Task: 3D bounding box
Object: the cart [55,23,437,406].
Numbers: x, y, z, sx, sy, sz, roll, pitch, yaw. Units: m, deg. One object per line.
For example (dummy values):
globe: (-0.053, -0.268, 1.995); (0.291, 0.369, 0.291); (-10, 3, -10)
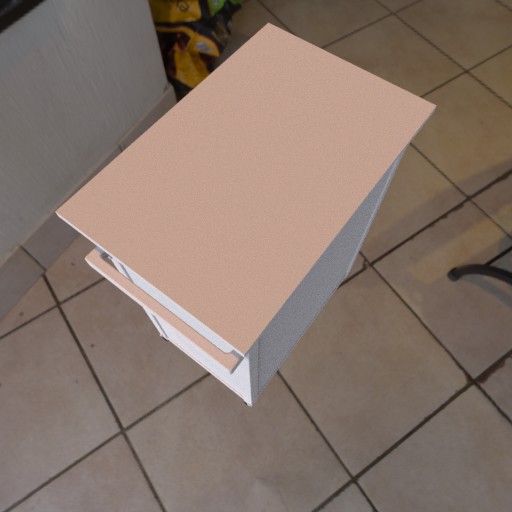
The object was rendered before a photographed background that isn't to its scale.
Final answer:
cart: (0.000, 0.000, 1.260); (0.442, 0.864, 0.683); (34, 68, 16)
